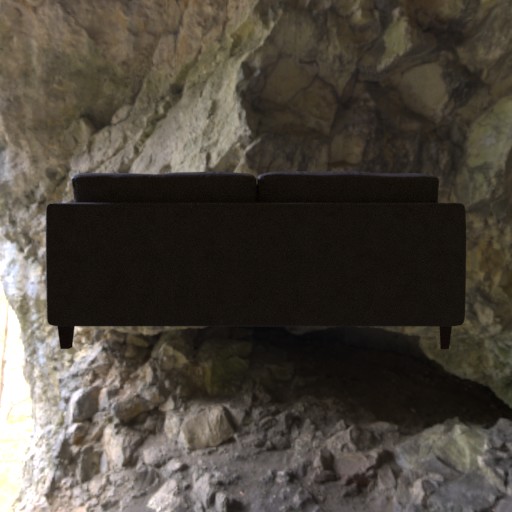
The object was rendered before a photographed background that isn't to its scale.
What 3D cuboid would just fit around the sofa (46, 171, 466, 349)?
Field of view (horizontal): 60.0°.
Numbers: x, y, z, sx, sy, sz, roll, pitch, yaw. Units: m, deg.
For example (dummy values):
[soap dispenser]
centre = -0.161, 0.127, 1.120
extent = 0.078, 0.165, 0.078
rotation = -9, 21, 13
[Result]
[sofa]
centre = 0.000, 0.000, 2.756
extent = 2.208, 0.965, 0.951
rotation = 0, 1, 0
